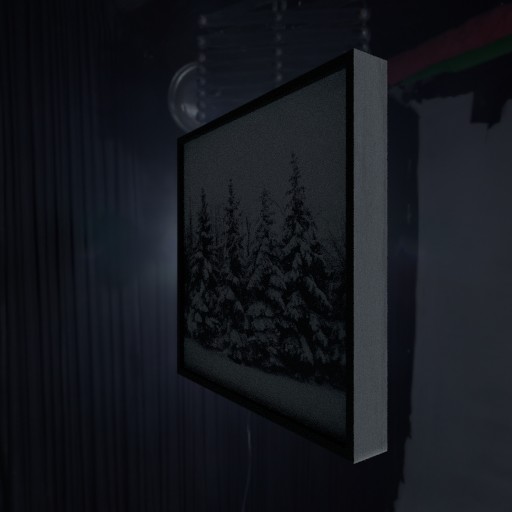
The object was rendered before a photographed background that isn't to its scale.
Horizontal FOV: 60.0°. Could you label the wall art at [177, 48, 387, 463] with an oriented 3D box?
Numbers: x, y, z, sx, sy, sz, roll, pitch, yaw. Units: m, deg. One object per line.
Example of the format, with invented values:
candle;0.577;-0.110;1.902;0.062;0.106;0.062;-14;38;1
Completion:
wall art;0.000;0.000;0.461;0.037;0.305;0.305;0;0;-35
